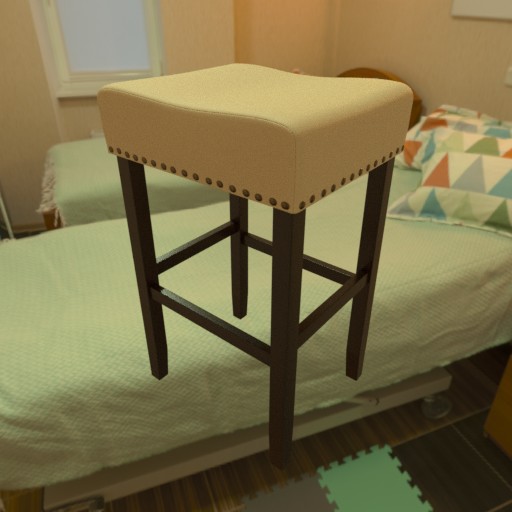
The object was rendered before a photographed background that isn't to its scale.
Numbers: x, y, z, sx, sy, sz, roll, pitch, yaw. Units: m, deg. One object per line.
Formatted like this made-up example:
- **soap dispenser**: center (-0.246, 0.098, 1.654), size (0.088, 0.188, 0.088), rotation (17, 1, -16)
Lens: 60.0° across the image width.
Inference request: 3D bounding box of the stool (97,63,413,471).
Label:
- **stool**: center (0.000, 0.000, 1.027), size (0.471, 0.762, 0.401), rotation (23, 38, 33)
